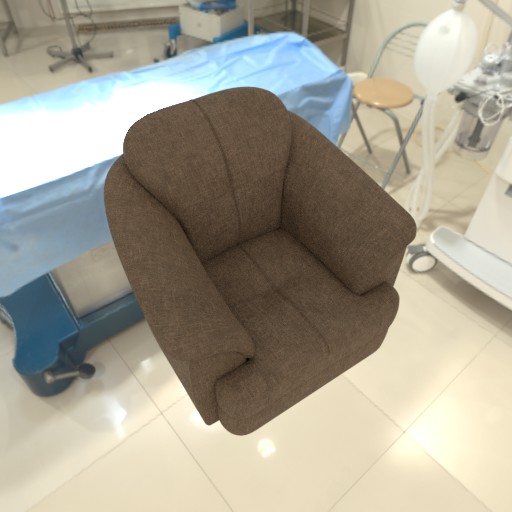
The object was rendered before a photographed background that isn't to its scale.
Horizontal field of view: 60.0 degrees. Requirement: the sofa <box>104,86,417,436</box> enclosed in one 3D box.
[{"bbox_3d":[0.000,0.000,1.492,0.870,0.811,0.794,-26,51,-22],"label":"sofa"}]
